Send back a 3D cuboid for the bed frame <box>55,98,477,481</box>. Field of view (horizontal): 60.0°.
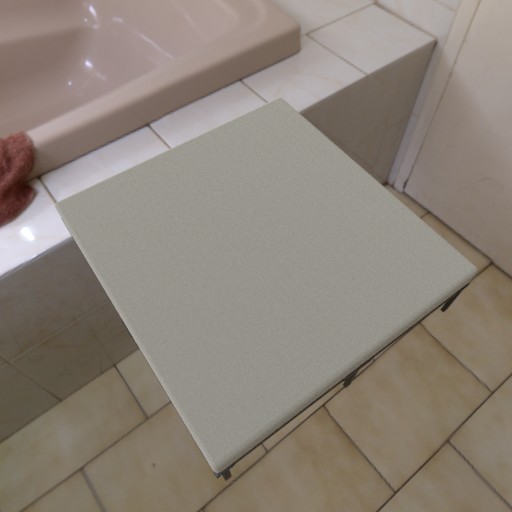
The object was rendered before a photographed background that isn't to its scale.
[{"bbox_3d":[0.000,0.000,3.967,2.526,0.680,2.635,-31,62,-18],"label":"bed frame"}]
